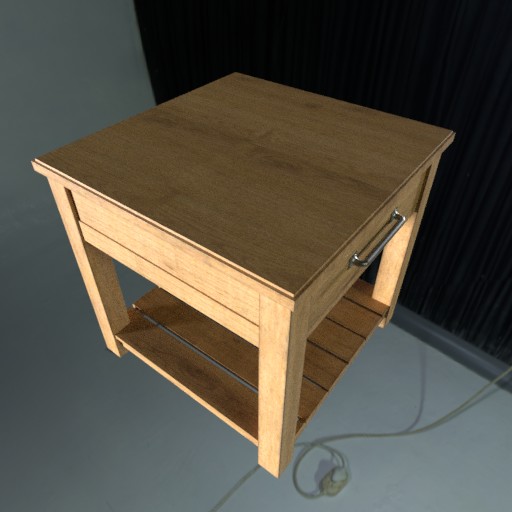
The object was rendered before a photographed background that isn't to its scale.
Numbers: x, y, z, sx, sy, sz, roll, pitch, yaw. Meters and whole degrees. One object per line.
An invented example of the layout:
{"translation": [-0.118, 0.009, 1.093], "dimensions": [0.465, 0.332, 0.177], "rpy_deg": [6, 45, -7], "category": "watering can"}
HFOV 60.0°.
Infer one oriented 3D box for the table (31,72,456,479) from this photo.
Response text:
{"translation": [0.000, 0.000, 1.083], "dimensions": [0.612, 0.593, 0.616], "rpy_deg": [27, 48, 27], "category": "table"}
